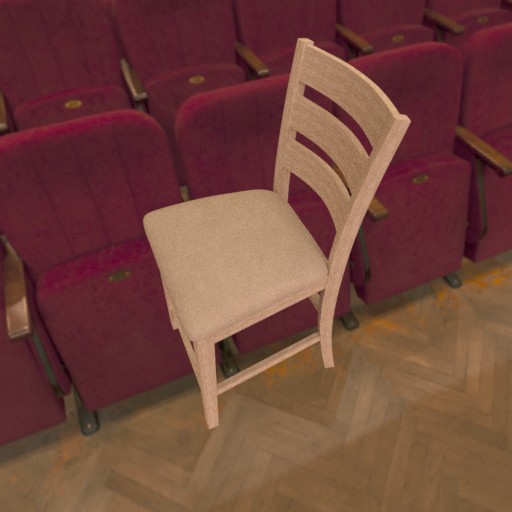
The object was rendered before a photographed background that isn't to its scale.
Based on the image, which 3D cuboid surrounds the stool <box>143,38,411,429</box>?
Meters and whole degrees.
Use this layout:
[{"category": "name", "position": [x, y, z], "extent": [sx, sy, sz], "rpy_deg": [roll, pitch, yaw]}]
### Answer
[{"category": "stool", "position": [0.000, 0.000, 1.328], "extent": [0.569, 1.032, 0.484], "rpy_deg": [-18, 50, -15]}]
